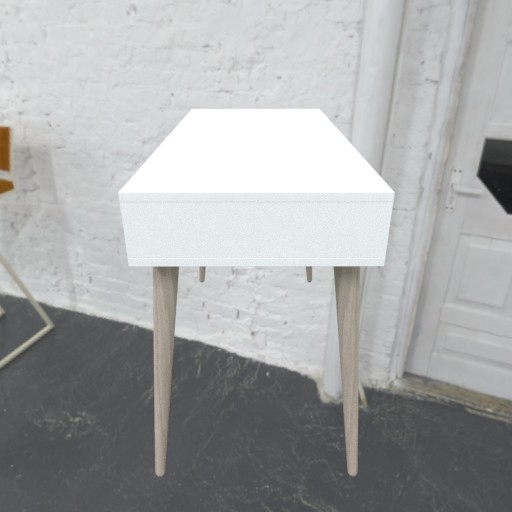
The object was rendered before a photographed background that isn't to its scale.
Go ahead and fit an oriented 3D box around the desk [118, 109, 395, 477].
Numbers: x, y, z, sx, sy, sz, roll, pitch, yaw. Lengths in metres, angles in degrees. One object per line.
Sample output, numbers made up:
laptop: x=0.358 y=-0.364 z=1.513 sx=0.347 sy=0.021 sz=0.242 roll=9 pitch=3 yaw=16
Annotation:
desk: x=0.000 y=0.000 z=1.351 sx=0.491 sy=0.723 sz=0.979 roll=0 pitch=26 yaw=0
